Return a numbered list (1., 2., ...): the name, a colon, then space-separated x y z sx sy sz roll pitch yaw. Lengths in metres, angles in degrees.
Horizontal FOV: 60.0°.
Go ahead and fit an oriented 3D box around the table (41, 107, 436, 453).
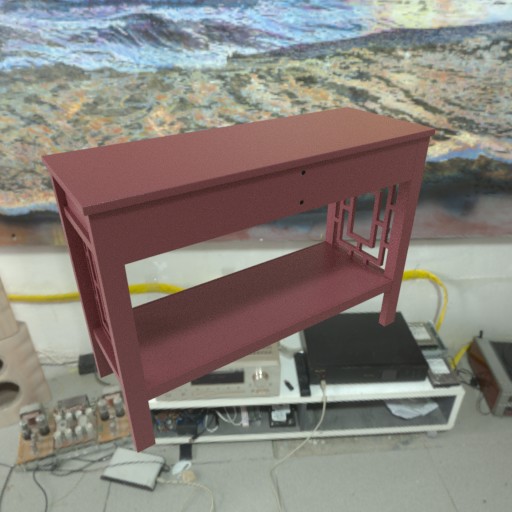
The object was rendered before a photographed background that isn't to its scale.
1. table: 0.000 0.000 1.440 1.068 0.753 0.397 -19 35 -29
